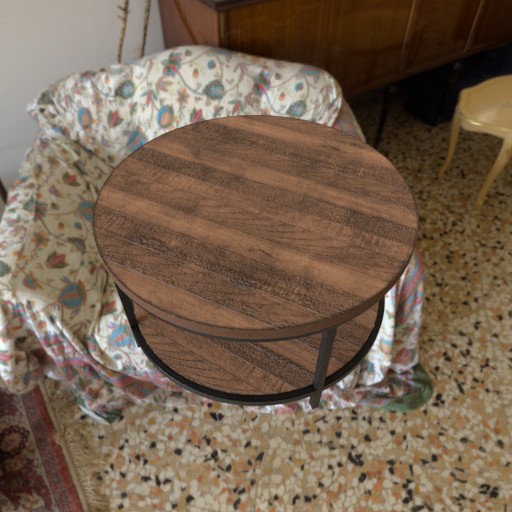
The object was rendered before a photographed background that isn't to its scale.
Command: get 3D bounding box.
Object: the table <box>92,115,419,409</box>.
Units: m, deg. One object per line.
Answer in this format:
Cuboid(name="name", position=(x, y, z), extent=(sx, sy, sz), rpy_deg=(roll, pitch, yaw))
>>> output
Cuboid(name="table", position=(0.000, 0.000, 1.339), extent=(0.837, 0.462, 0.837), rpy_deg=(0, 47, 0))
